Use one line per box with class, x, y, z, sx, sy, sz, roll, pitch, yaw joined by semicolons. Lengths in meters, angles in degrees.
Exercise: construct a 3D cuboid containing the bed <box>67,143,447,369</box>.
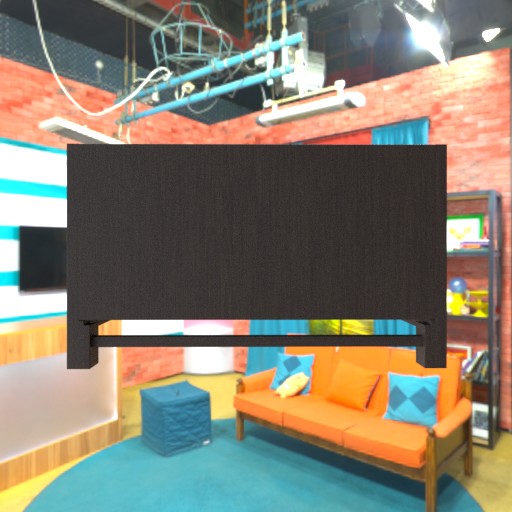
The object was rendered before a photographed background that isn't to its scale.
bed;0.000;0.000;3.601;2.143;1.261;2.238;0;0;0
